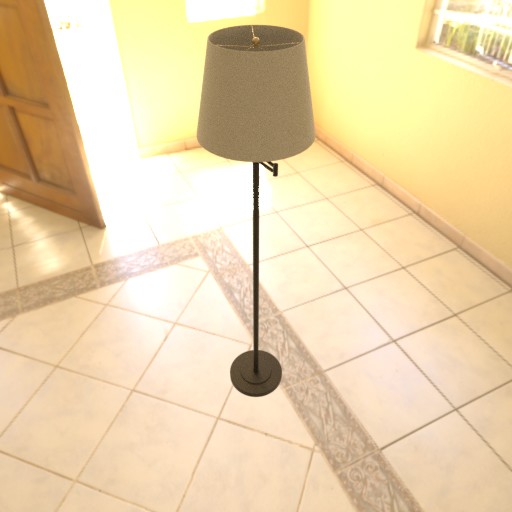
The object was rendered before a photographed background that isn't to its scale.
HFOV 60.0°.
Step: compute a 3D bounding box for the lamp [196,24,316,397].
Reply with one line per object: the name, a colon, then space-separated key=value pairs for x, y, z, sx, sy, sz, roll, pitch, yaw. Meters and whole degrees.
lamp: x=0.000 y=0.000 z=1.610 sx=0.348 sy=1.473 sz=0.348 roll=-25 pitch=47 yaw=-26
